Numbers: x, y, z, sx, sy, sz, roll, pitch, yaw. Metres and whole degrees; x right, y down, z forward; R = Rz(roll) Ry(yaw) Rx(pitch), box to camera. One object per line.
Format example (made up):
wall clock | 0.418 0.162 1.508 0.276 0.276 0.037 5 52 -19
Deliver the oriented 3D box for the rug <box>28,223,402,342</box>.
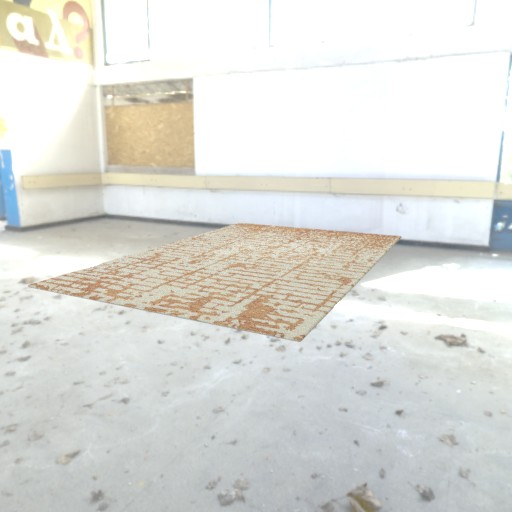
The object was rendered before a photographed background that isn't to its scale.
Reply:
rug | 0.000 0.000 2.379 1.219 0.011 1.829 7 15 26
